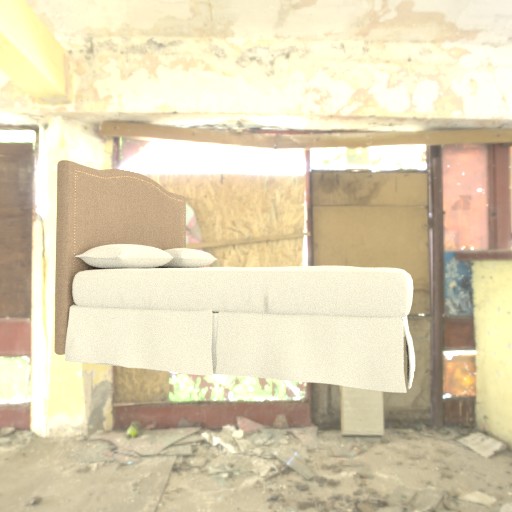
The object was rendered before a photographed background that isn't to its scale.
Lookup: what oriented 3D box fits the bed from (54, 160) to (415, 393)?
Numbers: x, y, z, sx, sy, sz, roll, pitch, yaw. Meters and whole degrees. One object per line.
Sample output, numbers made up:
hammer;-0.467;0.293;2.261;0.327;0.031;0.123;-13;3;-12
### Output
bed;0.000;0.000;3.424;2.282;1.436;1.821;0;-1;18
